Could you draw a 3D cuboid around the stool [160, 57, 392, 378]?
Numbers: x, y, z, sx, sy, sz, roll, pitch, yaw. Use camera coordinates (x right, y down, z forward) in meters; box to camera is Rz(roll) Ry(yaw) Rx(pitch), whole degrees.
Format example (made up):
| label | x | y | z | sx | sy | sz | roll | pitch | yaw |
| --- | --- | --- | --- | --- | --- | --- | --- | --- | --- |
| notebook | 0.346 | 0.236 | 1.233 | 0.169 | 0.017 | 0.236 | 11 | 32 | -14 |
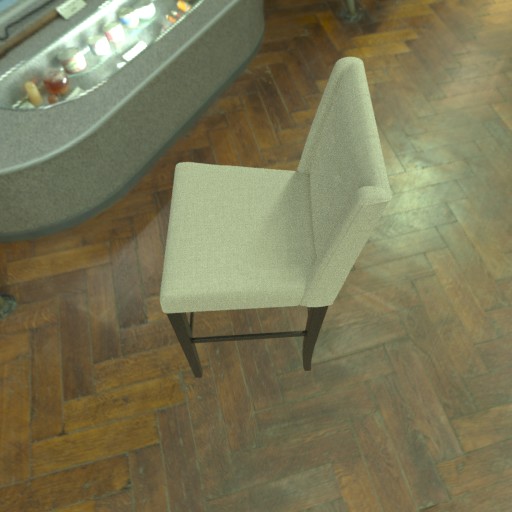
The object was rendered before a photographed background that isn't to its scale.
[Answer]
| label | x | y | z | sx | sy | sz | roll | pitch | yaw |
| --- | --- | --- | --- | --- | --- | --- | --- | --- | --- |
| stool | 0.000 | 0.000 | 1.401 | 0.509 | 1.116 | 0.474 | 0 | 58 | 0 |
